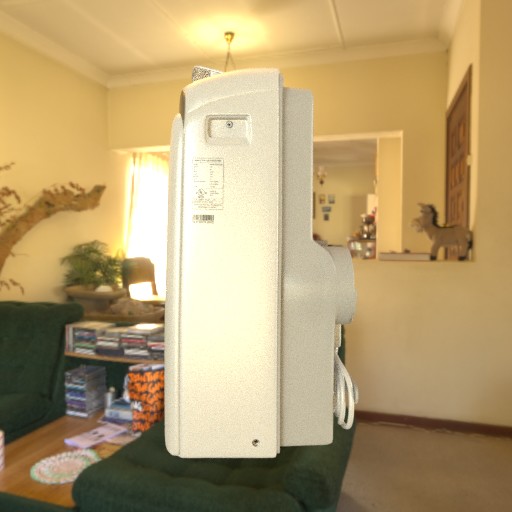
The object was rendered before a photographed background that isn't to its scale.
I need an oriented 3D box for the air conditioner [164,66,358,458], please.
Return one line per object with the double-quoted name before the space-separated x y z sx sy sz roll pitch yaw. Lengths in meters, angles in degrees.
"air conditioner" 0.000 0.000 1.063 0.414 0.786 0.449 0 2 0
